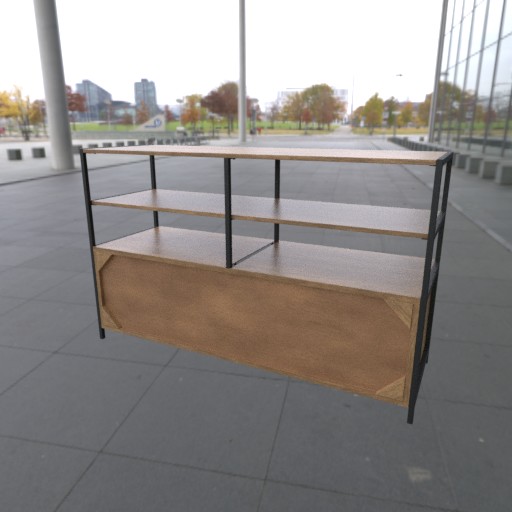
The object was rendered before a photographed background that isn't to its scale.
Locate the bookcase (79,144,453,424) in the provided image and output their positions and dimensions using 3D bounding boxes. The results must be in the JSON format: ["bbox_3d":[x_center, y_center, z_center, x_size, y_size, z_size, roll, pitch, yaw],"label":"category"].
[{"bbox_3d":[0.000,0.000,1.525,1.149,0.712,0.391,8,18,25],"label":"bookcase"}]
